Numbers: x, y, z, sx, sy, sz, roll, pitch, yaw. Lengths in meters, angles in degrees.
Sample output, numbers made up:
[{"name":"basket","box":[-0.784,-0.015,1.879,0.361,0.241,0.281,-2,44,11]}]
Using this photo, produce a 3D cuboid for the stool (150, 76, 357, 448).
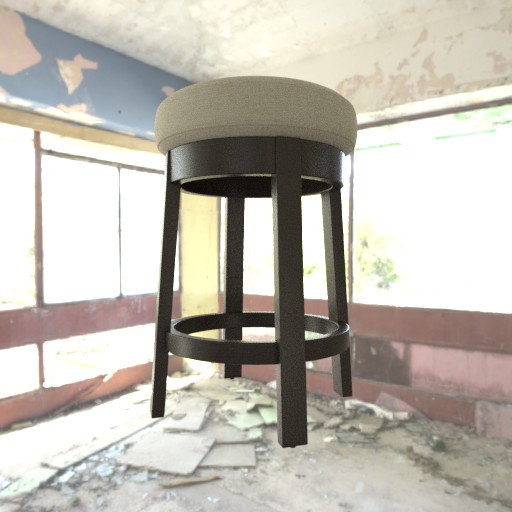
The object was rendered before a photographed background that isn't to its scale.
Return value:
[{"name":"stool","box":[0.000,0.000,0.965,0.449,0.655,0.449,0,1,0]}]
